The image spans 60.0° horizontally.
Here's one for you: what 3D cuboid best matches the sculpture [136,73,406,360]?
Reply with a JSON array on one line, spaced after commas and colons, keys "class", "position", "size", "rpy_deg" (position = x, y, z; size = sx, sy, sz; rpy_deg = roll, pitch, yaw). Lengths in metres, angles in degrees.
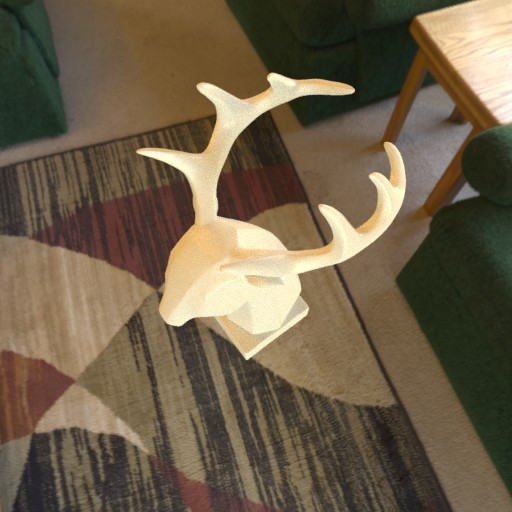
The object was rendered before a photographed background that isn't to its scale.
[{"class": "sculpture", "position": [0.000, 0.000, 0.457], "size": [0.224, 0.329, 0.174], "rpy_deg": [-34, 69, -15]}]
